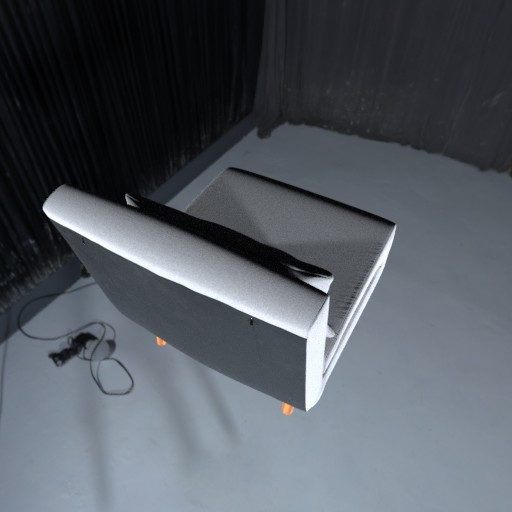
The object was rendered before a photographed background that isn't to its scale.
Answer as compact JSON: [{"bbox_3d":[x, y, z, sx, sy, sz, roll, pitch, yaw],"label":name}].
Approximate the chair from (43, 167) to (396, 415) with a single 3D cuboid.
[{"bbox_3d":[0.000,0.000,1.529,0.770,0.808,0.902,23,50,20],"label":"chair"}]
